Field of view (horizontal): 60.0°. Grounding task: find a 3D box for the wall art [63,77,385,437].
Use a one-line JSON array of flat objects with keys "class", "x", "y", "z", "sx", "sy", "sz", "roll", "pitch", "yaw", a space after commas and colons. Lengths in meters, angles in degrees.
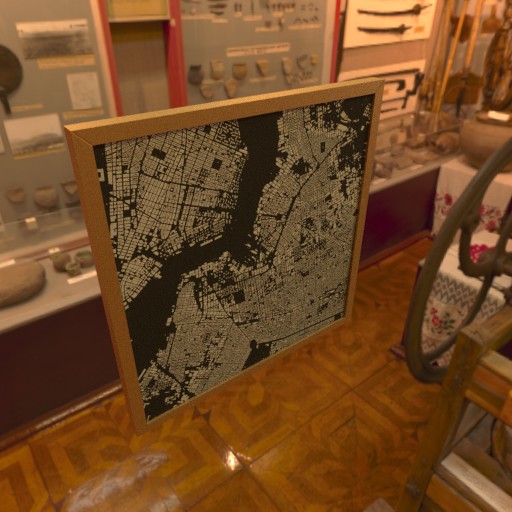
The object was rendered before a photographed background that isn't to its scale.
[{"class": "wall art", "x": 0.000, "y": 0.000, "z": 2.807, "sx": 1.926, "sy": 1.926, "sz": 0.099, "roll": -21, "pitch": 37, "yaw": -30}]
